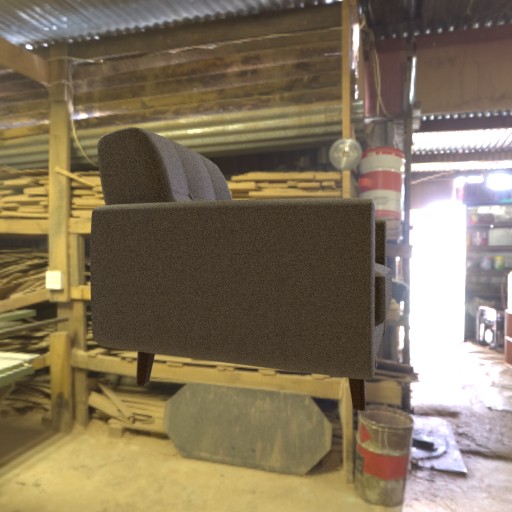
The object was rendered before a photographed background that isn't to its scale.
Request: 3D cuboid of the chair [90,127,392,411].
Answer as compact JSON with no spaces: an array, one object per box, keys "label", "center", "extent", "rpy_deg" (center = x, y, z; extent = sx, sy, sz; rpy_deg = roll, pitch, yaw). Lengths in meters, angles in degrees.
[{"label":"chair","center":[0.000,0.000,1.573],"extent":[0.907,0.839,0.831],"rpy_deg":[0,0,19]}]
